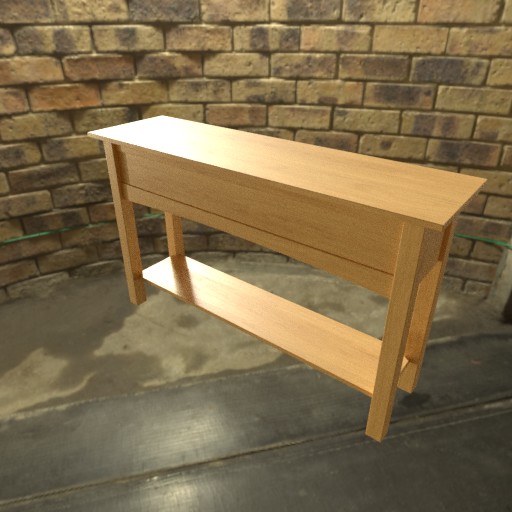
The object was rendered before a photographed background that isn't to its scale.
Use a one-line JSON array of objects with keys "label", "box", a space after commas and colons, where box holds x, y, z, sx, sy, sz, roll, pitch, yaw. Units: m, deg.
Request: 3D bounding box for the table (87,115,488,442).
[{"label": "table", "box": [0.000, 0.000, 1.530, 1.240, 0.730, 0.350, 21, 36, 32]}]
